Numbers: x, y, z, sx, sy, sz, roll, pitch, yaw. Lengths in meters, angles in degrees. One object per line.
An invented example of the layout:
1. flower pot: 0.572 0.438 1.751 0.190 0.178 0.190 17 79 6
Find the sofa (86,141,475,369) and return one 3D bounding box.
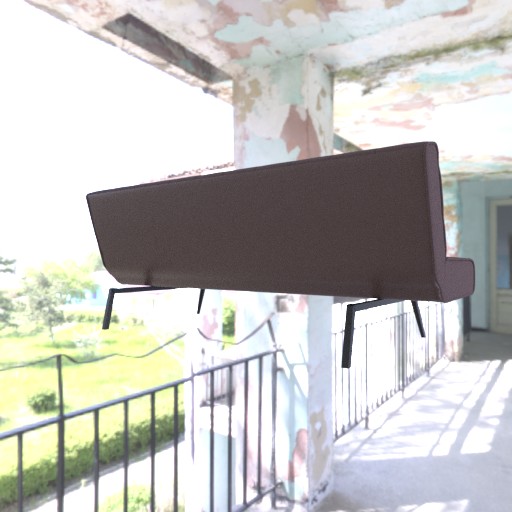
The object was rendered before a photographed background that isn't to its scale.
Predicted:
1. sofa: 0.000 0.000 2.038 1.703 0.699 0.747 0 0 36
